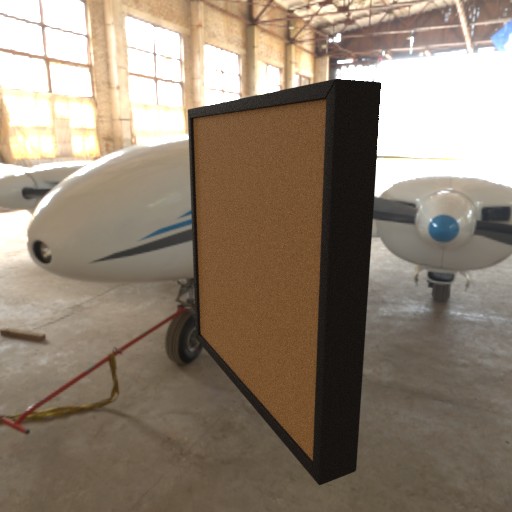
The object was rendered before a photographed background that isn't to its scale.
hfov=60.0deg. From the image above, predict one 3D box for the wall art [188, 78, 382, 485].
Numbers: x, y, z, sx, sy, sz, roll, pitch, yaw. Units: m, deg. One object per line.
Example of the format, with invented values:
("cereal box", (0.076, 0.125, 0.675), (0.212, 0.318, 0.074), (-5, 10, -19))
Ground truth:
("wall art", (0.000, 0.000, 0.456), (0.037, 0.305, 0.305), (-7, 16, -25))
